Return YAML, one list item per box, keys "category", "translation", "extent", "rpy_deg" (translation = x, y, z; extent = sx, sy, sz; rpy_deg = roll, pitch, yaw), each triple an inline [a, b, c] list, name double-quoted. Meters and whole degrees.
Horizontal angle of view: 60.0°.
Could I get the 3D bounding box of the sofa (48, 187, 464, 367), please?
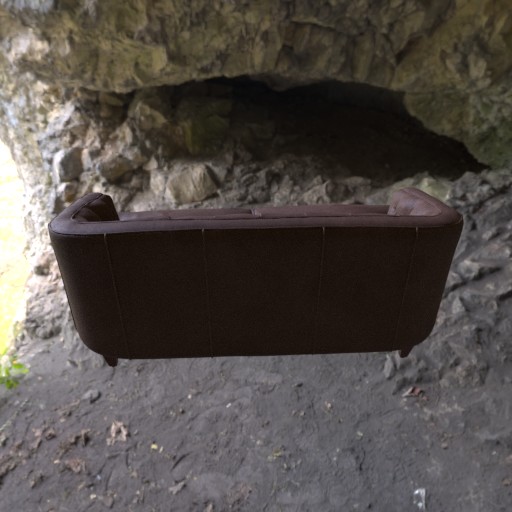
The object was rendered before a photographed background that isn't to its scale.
- category: "sofa"
  translation: [0.000, 0.000, 2.250]
  extent: [1.767, 0.799, 0.917]
  rpy_deg: [-1, 31, -2]
